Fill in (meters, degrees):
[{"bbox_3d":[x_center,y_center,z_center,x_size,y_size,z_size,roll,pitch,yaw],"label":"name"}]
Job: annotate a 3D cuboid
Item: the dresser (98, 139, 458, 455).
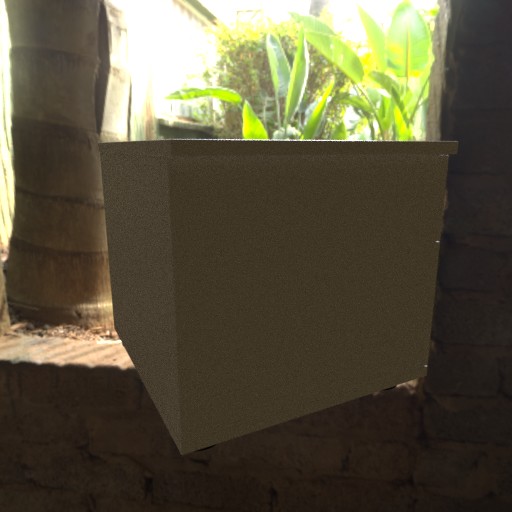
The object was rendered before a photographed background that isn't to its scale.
[{"bbox_3d":[0.000,0.000,0.723,0.400,0.360,0.430,-7,16,-27],"label":"dresser"}]
